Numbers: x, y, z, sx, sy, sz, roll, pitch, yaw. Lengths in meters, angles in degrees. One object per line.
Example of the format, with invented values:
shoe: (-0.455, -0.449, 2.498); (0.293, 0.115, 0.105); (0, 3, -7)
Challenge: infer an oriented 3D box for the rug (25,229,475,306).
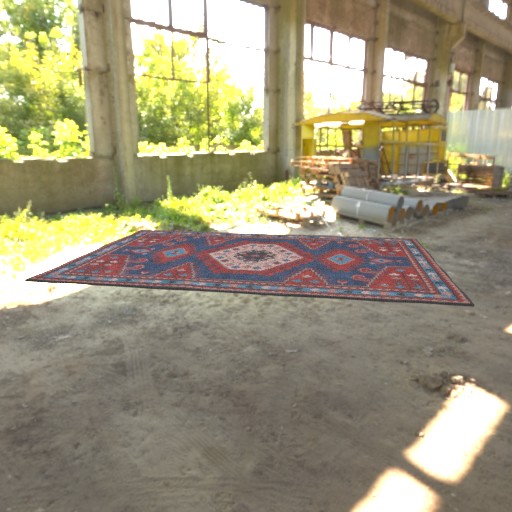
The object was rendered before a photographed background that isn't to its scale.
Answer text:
rug: (0.000, 0.000, 2.330); (1.820, 0.012, 1.207); (2, 14, 9)
